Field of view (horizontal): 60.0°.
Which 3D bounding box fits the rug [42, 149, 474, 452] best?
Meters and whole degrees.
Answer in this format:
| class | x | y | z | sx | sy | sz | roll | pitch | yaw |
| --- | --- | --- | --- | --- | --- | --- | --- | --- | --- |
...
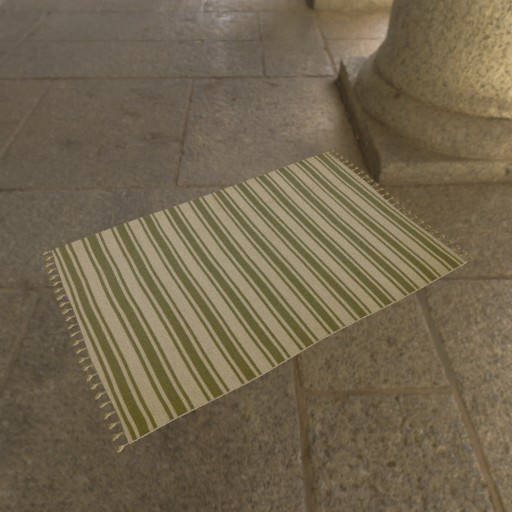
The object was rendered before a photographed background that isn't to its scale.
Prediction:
| class | x | y | z | sx | sy | sz | roll | pitch | yaw |
| --- | --- | --- | --- | --- | --- | --- | --- | --- | --- |
| rug | 0.000 | 0.000 | 2.240 | 1.875 | 0.013 | 1.162 | -23 | 51 | -21 |
